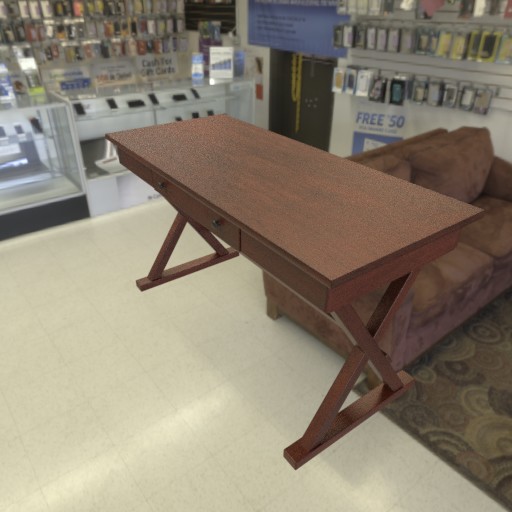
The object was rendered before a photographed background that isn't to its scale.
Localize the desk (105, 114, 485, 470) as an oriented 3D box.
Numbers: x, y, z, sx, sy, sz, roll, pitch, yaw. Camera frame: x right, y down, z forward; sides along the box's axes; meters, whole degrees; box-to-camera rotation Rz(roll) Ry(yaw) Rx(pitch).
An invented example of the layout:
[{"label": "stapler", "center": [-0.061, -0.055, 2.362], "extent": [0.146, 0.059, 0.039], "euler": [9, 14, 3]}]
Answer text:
[{"label": "desk", "center": [0.000, 0.000, 1.764], "extent": [0.600, 0.761, 1.372], "euler": [-21, 37, -30]}]
